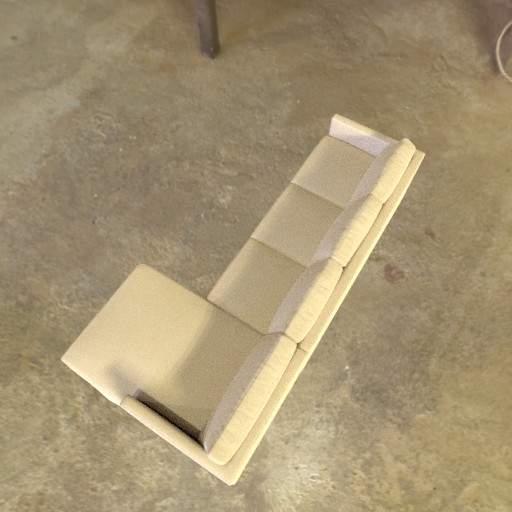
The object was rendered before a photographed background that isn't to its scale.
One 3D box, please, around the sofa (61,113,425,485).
[{"bbox_3d":[0.000,0.000,3.814,1.622,0.871,3.206,30,67,14],"label":"sofa"}]
